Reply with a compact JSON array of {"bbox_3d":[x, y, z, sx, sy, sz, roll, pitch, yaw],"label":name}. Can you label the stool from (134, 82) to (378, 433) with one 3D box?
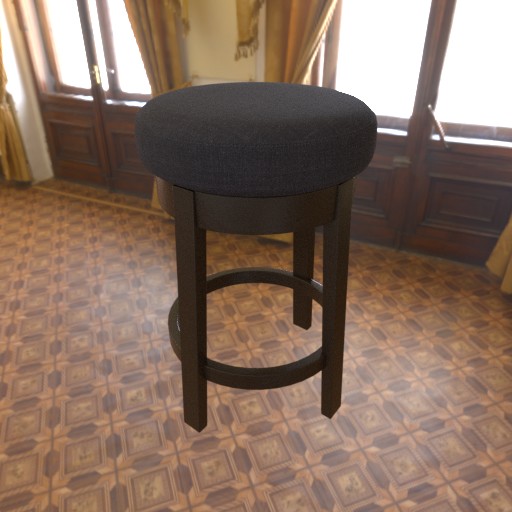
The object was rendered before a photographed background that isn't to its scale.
[{"bbox_3d":[0.000,0.000,0.941,0.449,0.655,0.449,0,30,0],"label":"stool"}]
